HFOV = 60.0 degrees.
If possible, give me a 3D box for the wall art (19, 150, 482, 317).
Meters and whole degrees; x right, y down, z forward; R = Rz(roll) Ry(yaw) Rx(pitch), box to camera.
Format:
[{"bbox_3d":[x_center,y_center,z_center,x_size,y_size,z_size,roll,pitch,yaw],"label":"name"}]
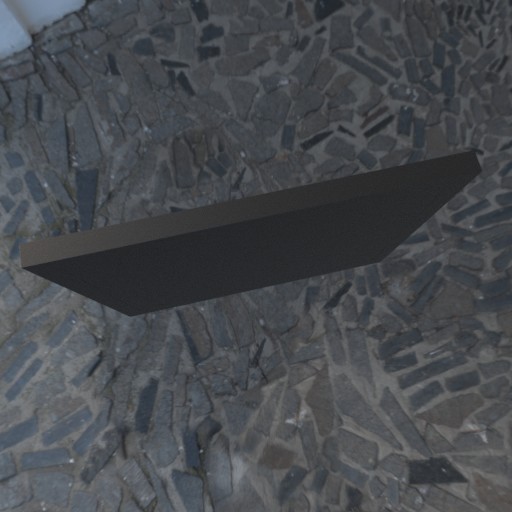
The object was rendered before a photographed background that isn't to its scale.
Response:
[{"bbox_3d":[0.000,0.000,0.748,0.558,0.457,0.029,-12,76,-3],"label":"wall art"}]
